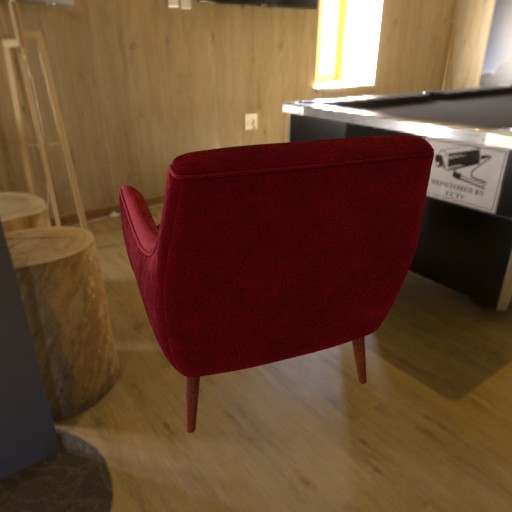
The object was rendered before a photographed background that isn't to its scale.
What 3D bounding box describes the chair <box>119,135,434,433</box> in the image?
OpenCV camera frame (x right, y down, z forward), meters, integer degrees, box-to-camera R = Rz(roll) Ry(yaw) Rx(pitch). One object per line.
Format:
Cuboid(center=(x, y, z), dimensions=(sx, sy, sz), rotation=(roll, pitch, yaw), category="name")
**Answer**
Cuboid(center=(0.000, 0.000, 1.418), dimensions=(0.762, 0.838, 0.787), rotation=(-9, 27, -19), category="chair")
